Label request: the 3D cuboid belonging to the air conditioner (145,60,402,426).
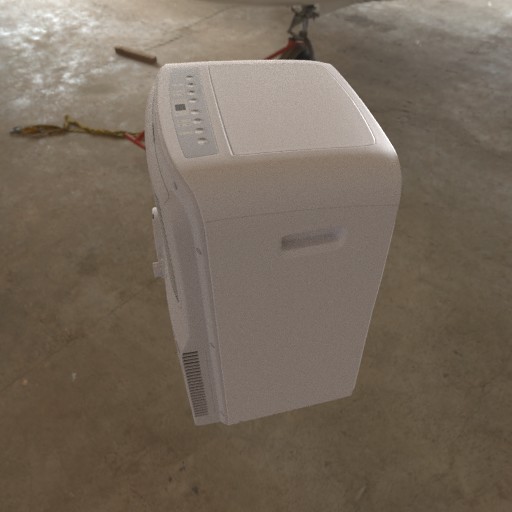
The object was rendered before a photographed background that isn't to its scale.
[{"bbox_3d":[0.000,0.000,1.023,0.467,0.765,0.478,-8,47,-8],"label":"air conditioner"}]
